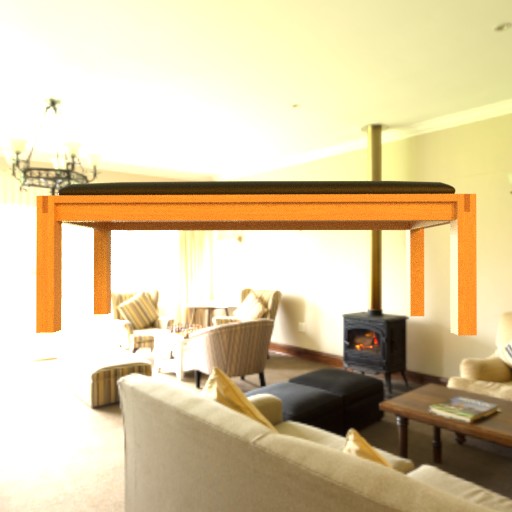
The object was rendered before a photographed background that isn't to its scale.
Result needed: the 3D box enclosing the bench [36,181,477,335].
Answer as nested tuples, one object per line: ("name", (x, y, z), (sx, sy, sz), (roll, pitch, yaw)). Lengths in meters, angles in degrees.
("bench", (0.000, 0.000, 1.432), (1.202, 0.430, 0.450), (0, 0, 2))
